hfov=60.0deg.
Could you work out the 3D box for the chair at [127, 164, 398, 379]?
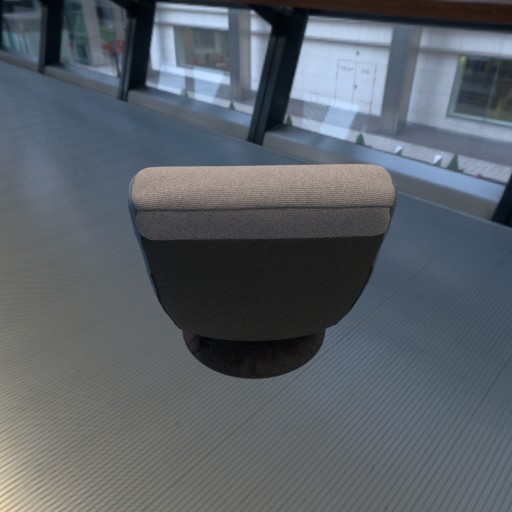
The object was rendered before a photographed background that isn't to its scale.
[{"bbox_3d":[0.000,0.000,1.048,0.420,0.641,0.661,-1,32,-2],"label":"chair"}]
